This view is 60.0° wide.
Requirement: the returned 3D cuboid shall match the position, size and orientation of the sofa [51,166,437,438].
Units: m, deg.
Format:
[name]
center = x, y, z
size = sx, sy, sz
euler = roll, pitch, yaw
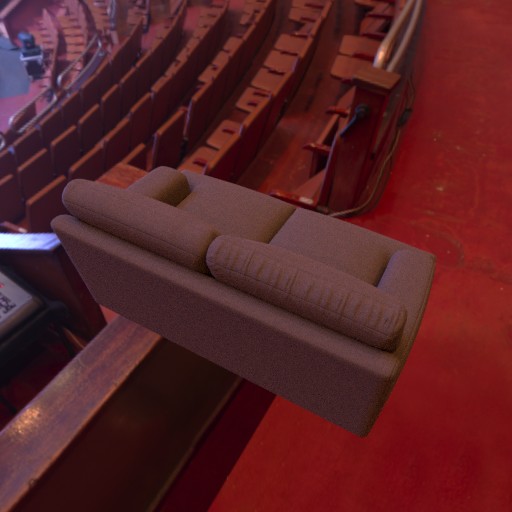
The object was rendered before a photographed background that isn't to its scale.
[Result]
[sofa]
center = 0.000, 0.000, 2.506
size = 1.869, 0.950, 1.140
euler = 22, 50, 20
